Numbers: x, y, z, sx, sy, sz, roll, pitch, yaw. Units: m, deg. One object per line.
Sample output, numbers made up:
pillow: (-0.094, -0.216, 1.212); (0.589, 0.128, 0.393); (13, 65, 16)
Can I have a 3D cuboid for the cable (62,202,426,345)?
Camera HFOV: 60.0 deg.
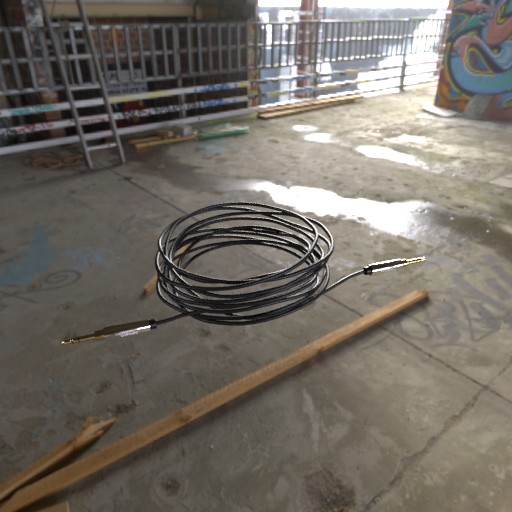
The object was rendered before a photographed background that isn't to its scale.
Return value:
cable: (0.000, 0.000, 0.518); (0.432, 0.069, 0.198); (-10, 31, -17)
